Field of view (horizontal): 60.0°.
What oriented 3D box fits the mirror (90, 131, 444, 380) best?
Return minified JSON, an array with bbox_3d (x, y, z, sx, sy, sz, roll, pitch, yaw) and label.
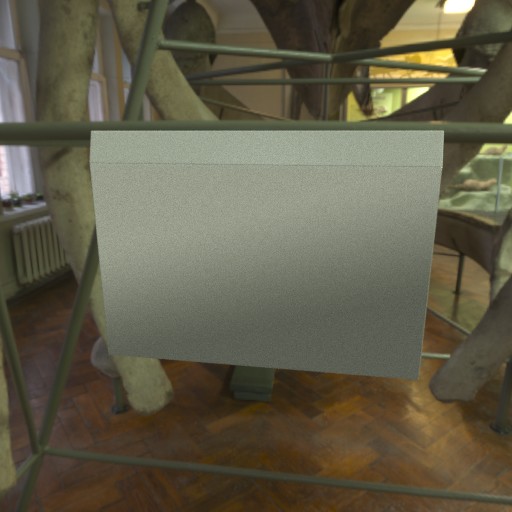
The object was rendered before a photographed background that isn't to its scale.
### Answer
[{"bbox_3d":[0.000,0.000,1.159,0.870,0.630,0.030,2,16,9],"label":"mirror"}]
